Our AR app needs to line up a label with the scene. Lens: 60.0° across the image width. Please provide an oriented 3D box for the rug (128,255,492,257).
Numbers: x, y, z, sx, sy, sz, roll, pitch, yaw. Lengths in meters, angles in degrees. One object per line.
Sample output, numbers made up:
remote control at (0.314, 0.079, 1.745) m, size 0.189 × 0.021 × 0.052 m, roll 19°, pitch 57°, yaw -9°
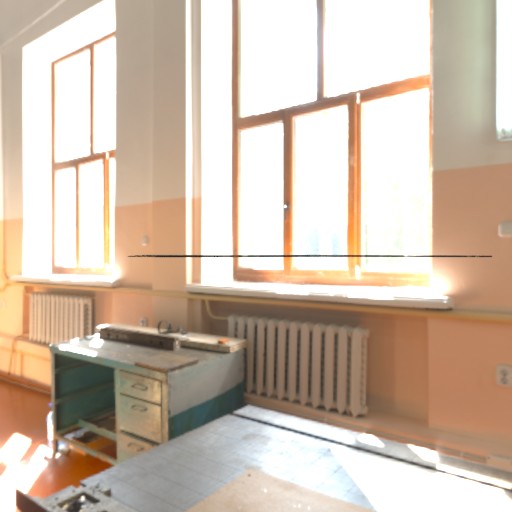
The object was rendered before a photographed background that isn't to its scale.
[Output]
rug at (0.000, 0.000, 2.172) m, size 1.153 × 0.010 × 1.755 m, roll 0°, pitch 0°, yaw -18°
